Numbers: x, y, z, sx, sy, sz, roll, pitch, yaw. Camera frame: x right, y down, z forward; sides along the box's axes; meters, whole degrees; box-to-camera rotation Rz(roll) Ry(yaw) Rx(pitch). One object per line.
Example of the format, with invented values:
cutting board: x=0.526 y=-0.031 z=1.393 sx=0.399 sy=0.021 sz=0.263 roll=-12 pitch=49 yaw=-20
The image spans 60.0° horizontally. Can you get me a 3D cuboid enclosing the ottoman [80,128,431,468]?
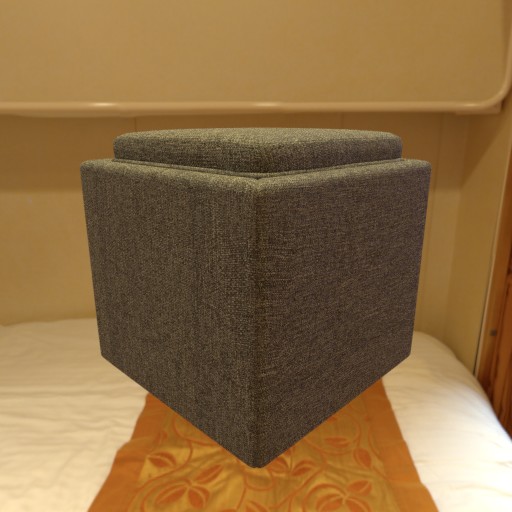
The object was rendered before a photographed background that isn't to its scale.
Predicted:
ottoman: x=0.000 y=0.000 z=0.831 sx=0.450 sy=0.460 sz=0.450 roll=16 pitch=23 yaw=42
